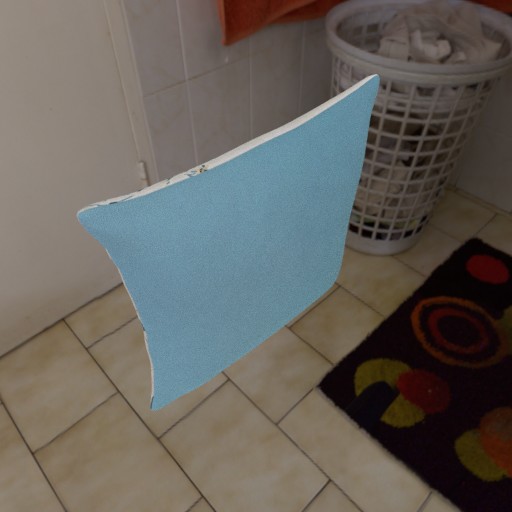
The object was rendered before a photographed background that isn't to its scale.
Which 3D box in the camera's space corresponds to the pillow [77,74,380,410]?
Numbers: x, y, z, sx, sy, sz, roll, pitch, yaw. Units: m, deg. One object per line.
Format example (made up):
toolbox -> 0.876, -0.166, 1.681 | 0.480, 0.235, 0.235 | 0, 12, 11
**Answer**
pillow -> 0.000, 0.000, 0.785 | 0.526, 0.507, 0.166 | -32, 54, -27
